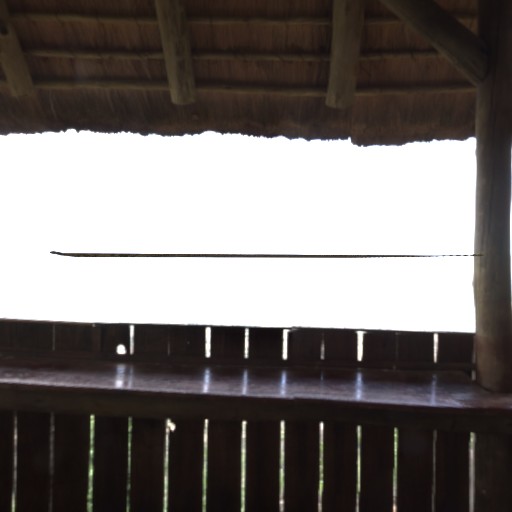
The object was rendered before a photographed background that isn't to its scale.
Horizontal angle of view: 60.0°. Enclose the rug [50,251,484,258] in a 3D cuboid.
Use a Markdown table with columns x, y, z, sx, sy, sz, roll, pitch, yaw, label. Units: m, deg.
| x | y | z | sx | sy | sz | roll | pitch | yaw | label |
| --- | --- | --- | --- | --- | --- | --- | --- | --- | --- |
| 0.000 | 0.000 | 2.335 | 1.875 | 0.013 | 1.162 | 0 | -1 | -17 | rug |
